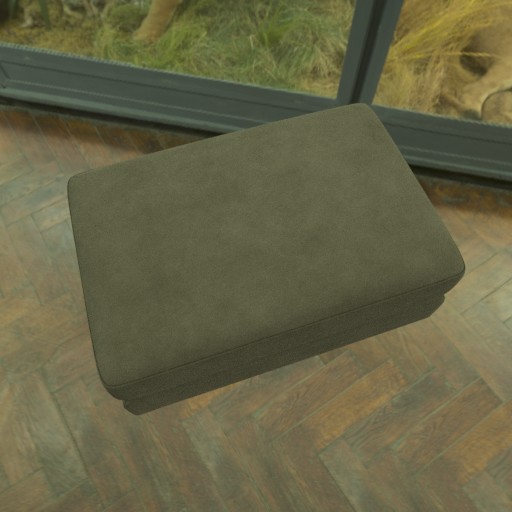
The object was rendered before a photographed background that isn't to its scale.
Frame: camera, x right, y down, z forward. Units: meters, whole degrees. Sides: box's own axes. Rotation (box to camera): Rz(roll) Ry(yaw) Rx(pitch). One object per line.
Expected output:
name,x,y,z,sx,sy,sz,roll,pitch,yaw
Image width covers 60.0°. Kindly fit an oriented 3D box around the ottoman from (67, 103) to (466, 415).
ottoman,0.000,0.000,1.220,0.864,0.483,0.584,-17,64,-8
